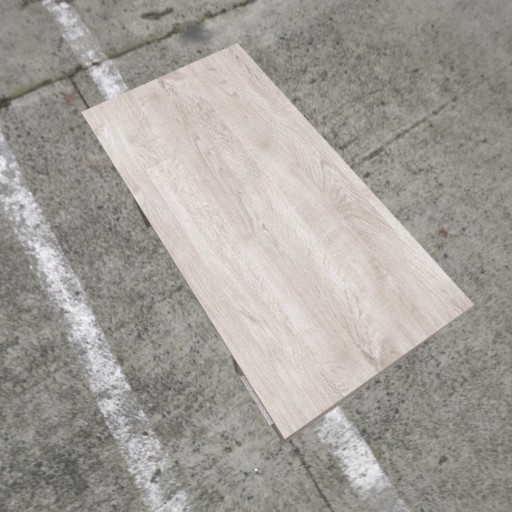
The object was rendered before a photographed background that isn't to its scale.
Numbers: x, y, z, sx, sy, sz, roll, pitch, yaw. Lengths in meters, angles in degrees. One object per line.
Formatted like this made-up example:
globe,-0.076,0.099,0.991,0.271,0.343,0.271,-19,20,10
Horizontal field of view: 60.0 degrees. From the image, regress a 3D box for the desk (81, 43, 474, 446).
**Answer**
desk,0.000,0.000,1.545,0.560,0.735,1.097,-30,68,-14
